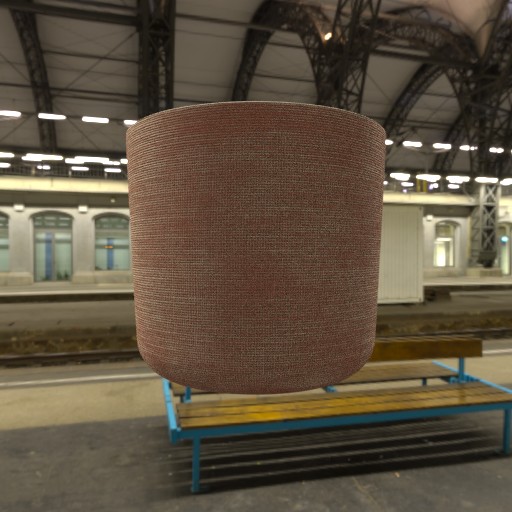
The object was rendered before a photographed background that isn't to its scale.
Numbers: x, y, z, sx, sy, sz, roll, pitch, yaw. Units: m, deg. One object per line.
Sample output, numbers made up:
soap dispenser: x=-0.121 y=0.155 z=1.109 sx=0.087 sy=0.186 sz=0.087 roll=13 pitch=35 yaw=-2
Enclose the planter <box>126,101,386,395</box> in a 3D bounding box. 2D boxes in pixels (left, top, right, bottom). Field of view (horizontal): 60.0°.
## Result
planter: x=0.000 y=0.000 z=0.783 sx=0.440 sy=0.398 sz=0.440 roll=0 pitch=1 yaw=0
